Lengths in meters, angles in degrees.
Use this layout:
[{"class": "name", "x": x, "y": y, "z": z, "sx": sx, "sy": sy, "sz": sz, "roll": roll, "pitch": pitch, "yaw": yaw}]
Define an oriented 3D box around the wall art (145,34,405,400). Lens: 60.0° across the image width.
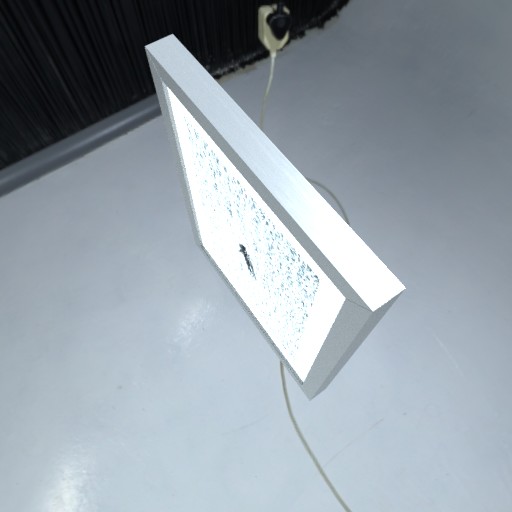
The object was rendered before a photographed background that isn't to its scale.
[{"class": "wall art", "x": 0.000, "y": 0.000, "z": 0.518, "sx": 0.030, "sy": 0.379, "sz": 0.308, "roll": -32, "pitch": 68, "yaw": -15}]
